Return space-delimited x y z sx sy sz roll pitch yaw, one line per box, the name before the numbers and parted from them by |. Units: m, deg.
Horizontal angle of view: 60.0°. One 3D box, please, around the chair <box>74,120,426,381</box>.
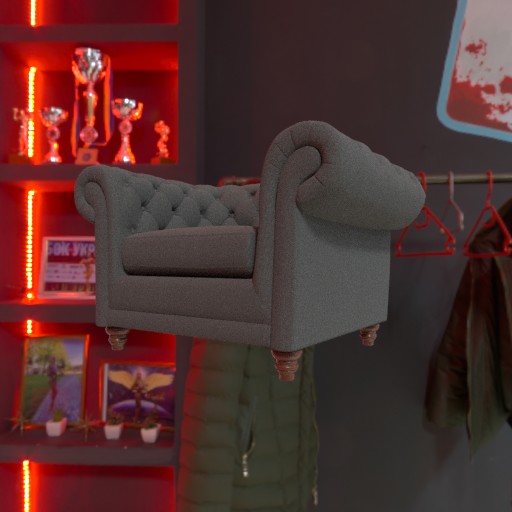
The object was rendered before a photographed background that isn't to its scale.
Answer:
chair | 0.000 0.000 1.933 1.270 0.770 0.976 0 -1 35
